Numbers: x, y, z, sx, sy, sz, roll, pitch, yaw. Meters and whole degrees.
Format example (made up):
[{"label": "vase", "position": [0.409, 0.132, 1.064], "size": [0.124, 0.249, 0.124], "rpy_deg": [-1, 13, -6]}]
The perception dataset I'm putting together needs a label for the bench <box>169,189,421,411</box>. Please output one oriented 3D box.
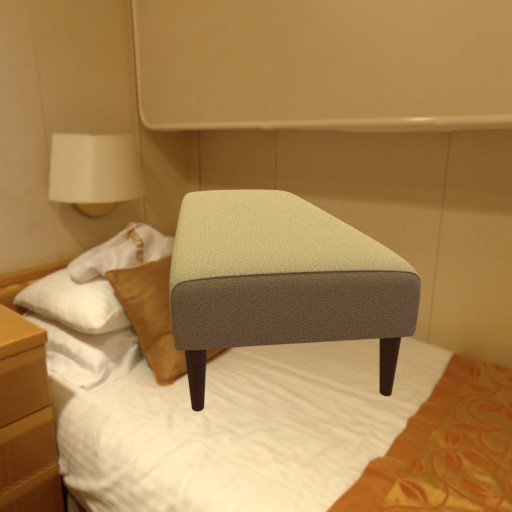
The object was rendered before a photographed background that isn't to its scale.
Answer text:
[{"label": "bench", "position": [0.000, 0.000, 1.851], "size": [0.646, 0.393, 1.609], "rpy_deg": [-2, 15, -8]}]
